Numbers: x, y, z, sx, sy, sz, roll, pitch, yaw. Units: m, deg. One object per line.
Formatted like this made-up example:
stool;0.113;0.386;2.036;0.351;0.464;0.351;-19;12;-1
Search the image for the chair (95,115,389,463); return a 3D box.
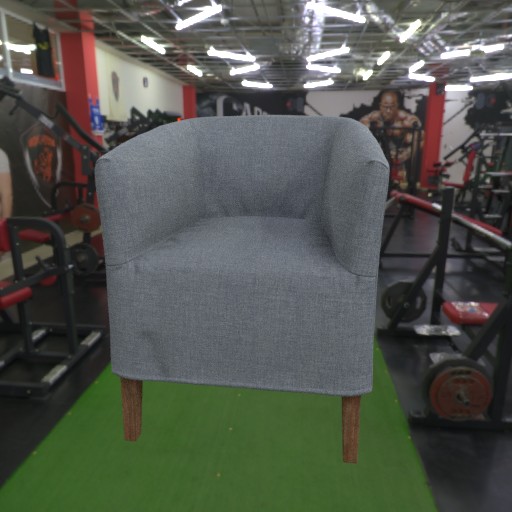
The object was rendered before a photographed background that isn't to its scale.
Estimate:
chair;0.000;0.000;1.231;0.600;0.771;0.668;2;15;8
